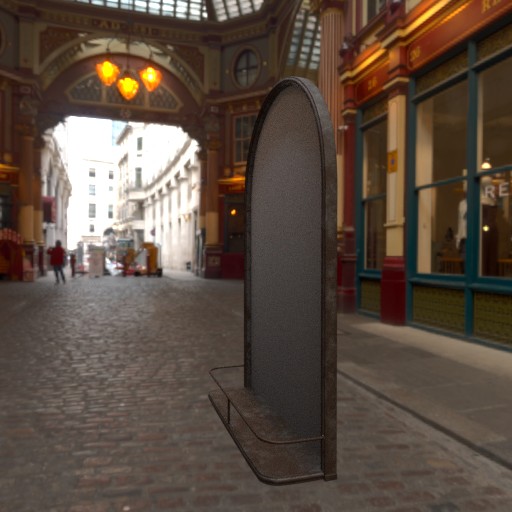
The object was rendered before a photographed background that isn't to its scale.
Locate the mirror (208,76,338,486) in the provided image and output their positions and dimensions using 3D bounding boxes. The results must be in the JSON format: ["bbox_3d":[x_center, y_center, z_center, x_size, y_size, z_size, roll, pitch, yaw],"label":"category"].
[{"bbox_3d":[0.000,0.000,0.986,0.137,0.770,0.510,0,1,-17],"label":"mirror"}]
